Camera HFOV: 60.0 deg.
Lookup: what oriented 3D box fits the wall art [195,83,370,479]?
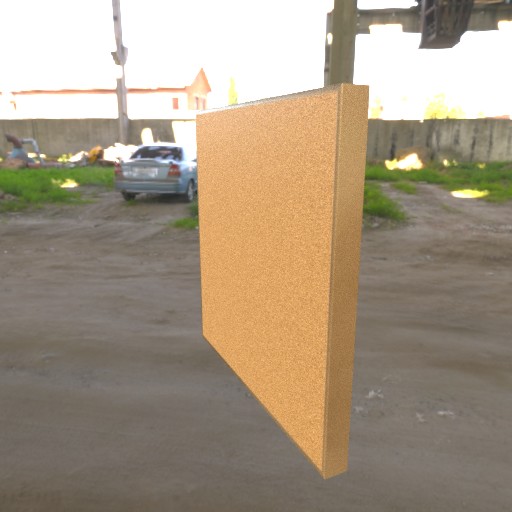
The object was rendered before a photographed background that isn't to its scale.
[{"bbox_3d":[0.000,0.000,0.776,0.038,0.511,0.513,-7,16,-25],"label":"wall art"}]
